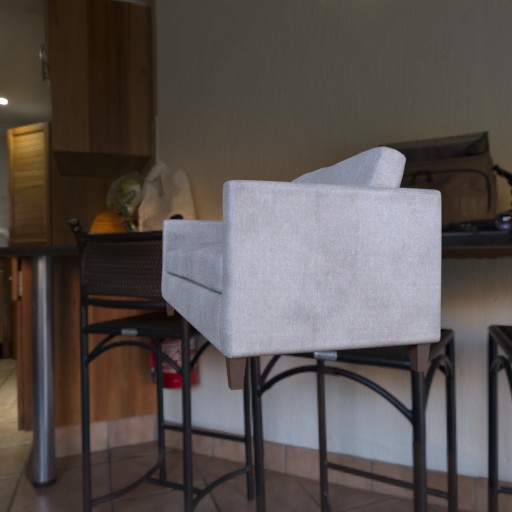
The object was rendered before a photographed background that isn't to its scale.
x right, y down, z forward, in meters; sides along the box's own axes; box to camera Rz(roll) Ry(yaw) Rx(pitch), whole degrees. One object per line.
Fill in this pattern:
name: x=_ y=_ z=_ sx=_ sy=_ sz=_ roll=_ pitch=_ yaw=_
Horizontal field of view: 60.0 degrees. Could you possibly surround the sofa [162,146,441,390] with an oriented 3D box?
sofa: x=0.000 y=0.000 z=2.730 sx=0.951 sy=0.965 sz=2.208 roll=0 pitch=1 yaw=-18
